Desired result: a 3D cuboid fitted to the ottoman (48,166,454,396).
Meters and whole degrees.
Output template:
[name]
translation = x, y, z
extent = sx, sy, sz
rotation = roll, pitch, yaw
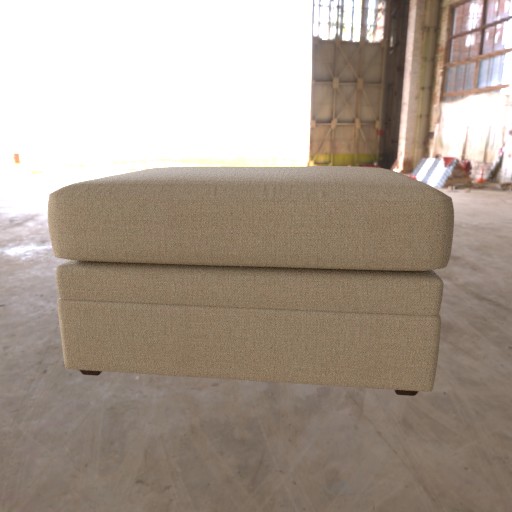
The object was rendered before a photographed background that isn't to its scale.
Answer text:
[ottoman]
translation = 0.000, 0.000, 1.233
extent = 0.885, 0.478, 0.637
rotation = 2, 15, 7
